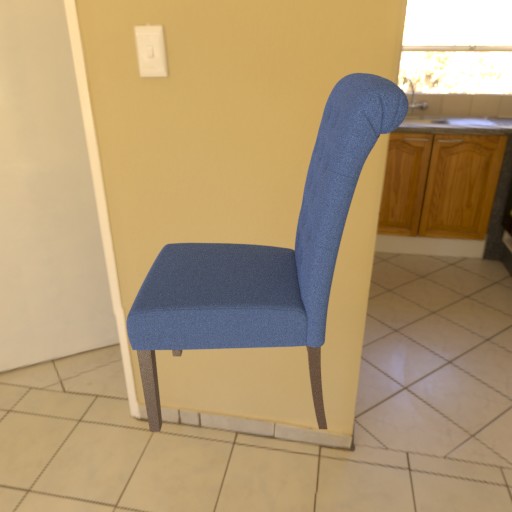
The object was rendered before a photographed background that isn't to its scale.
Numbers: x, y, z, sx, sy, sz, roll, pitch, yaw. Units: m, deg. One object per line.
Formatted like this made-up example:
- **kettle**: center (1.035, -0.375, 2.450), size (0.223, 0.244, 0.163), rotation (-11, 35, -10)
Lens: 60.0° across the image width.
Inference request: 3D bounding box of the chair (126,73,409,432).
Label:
- **chair**: center (0.000, 0.000, 1.321), size (0.671, 1.006, 0.456), rotation (0, 25, 1)
